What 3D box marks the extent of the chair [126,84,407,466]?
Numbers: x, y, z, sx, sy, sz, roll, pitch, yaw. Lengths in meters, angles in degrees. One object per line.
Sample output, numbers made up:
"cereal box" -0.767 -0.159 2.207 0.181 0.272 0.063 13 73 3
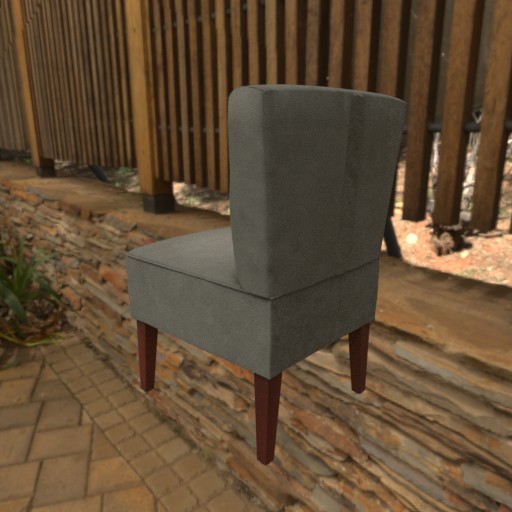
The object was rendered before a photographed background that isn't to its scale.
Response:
"chair" 0.000 0.000 1.175 0.554 0.806 0.521 15 22 42
